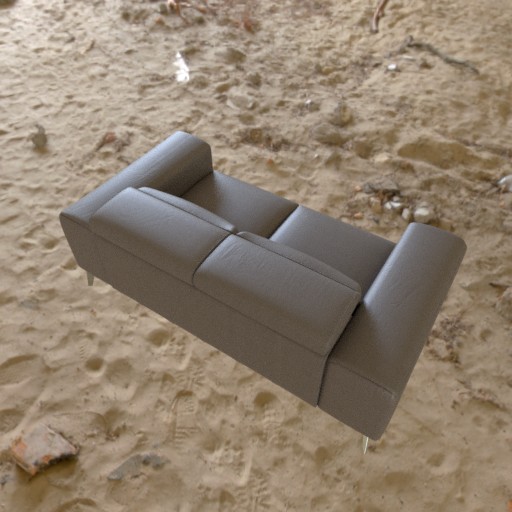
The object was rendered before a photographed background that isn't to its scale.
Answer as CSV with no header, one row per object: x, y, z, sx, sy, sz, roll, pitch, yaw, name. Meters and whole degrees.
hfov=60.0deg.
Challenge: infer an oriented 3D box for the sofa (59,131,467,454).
0.000,0.000,2.449,1.930,0.753,1.024,25,52,22,sofa
